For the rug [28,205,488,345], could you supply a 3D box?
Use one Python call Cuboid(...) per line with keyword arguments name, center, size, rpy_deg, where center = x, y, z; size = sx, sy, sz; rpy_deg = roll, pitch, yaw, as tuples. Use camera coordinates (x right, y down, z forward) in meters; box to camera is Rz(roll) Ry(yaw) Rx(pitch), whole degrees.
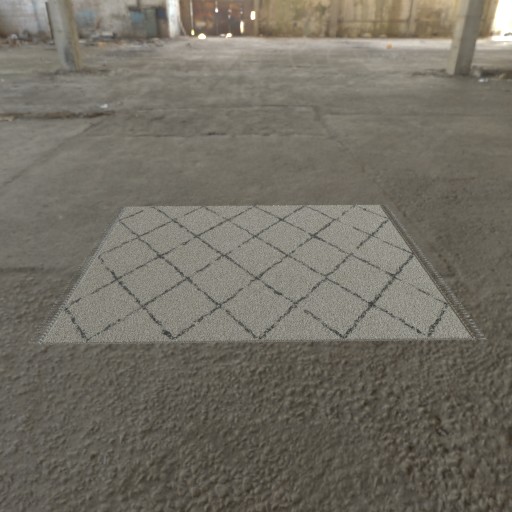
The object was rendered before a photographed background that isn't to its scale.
Cuboid(name="rug", center=(0.000, 0.000, 3.975), size=(3.051, 0.013, 2.380), rpy_deg=(0, 29, -1))
